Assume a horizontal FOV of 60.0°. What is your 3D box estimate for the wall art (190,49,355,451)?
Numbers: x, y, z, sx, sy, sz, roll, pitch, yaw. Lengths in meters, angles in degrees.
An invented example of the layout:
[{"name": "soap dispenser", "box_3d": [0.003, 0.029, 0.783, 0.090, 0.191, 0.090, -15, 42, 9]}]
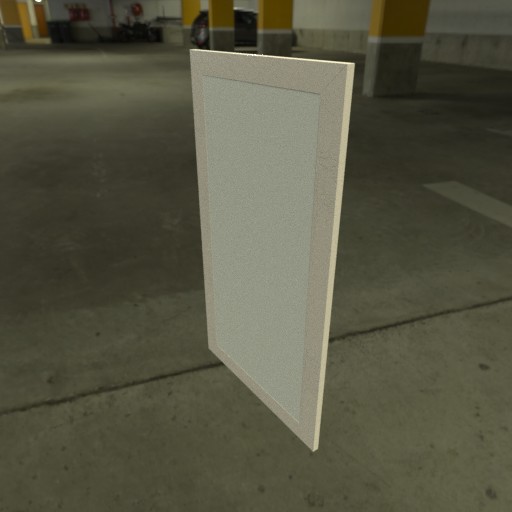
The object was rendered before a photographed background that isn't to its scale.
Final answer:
[{"name": "wall art", "box_3d": [0.000, 0.000, 0.825, 0.013, 0.683, 0.380, -19, 33, -32]}]
